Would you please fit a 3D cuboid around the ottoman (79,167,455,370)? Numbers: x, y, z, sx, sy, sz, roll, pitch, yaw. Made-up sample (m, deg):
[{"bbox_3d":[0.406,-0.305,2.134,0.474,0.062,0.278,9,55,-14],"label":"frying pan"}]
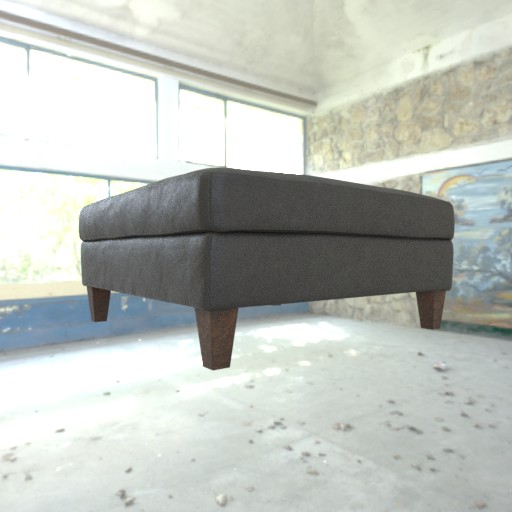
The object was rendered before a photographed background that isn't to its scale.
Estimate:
[{"bbox_3d":[0.000,0.000,1.340,0.844,0.415,0.836,0,1,-37],"label":"ottoman"}]
